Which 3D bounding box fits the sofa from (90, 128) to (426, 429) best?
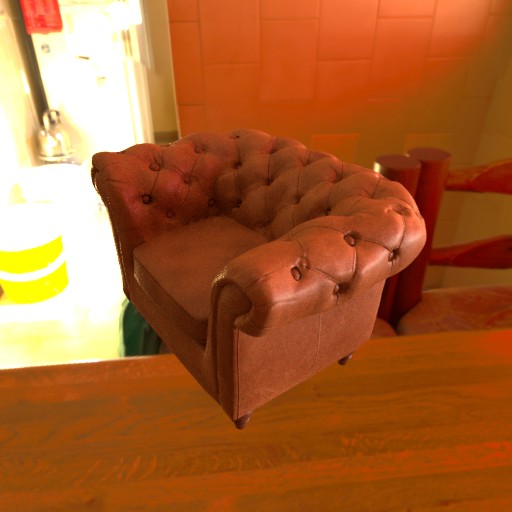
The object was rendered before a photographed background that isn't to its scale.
[{"bbox_3d":[0.000,0.000,2.075,1.033,0.878,1.405,-22,38,-30],"label":"sofa"}]
